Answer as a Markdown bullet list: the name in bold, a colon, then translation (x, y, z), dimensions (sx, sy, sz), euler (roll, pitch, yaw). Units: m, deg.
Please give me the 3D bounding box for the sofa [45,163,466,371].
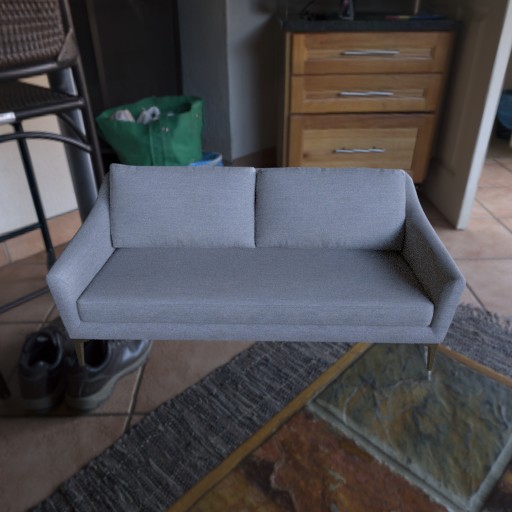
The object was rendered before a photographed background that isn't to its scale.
- **sofa**: translation (0.000, 0.000, 2.602), dimensions (2.036, 0.913, 0.980), euler (1, 31, 1)
